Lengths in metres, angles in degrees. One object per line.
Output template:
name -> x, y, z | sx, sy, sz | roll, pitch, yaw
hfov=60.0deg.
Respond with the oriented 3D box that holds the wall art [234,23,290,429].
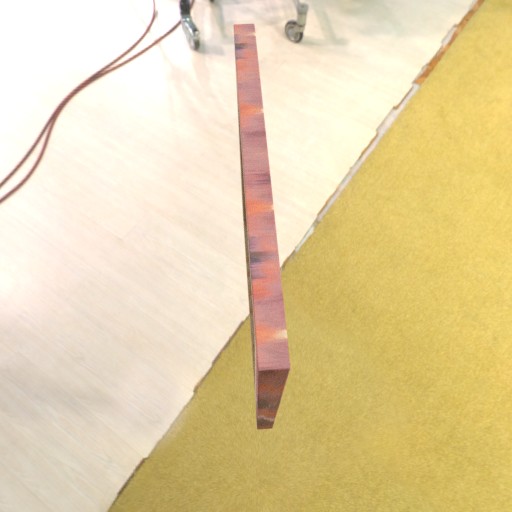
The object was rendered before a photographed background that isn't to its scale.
wall art -> 0.000, 0.000, 0.908 | 0.037, 0.609, 0.603 | -4, 63, -2
